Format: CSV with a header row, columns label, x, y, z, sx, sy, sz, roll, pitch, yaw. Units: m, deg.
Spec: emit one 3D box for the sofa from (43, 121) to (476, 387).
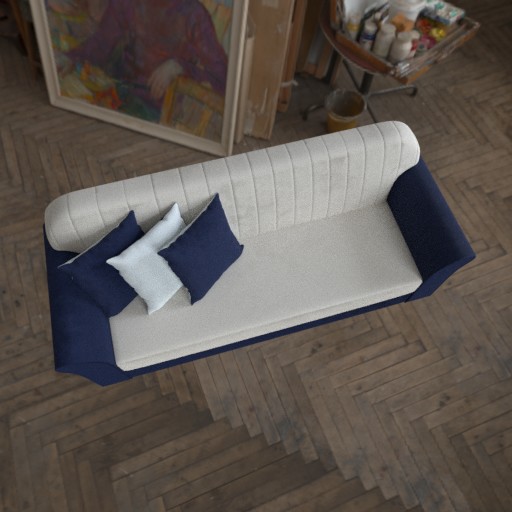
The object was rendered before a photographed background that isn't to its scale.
label,x,y,z,sx,sy,sz,roll,pitch,yaw
sofa,0.000,0.000,2.320,2.006,0.789,0.749,-14,65,-7
